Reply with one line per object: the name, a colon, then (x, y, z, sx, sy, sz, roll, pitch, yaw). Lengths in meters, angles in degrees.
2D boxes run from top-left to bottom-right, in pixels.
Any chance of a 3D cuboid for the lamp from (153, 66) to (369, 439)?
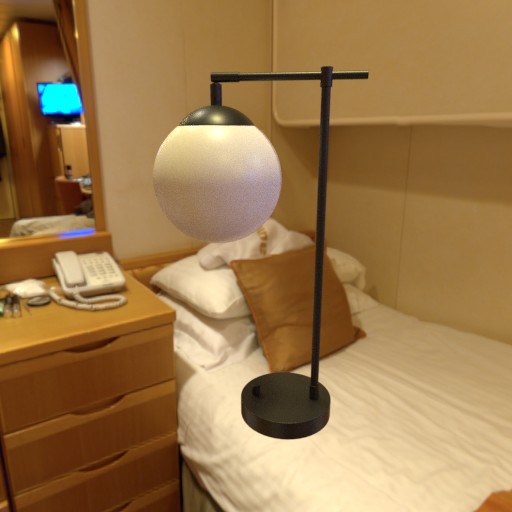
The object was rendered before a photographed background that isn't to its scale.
lamp: (0.000, 0.000, 0.711, 0.316, 0.559, 0.197, 2, 16, 8)
